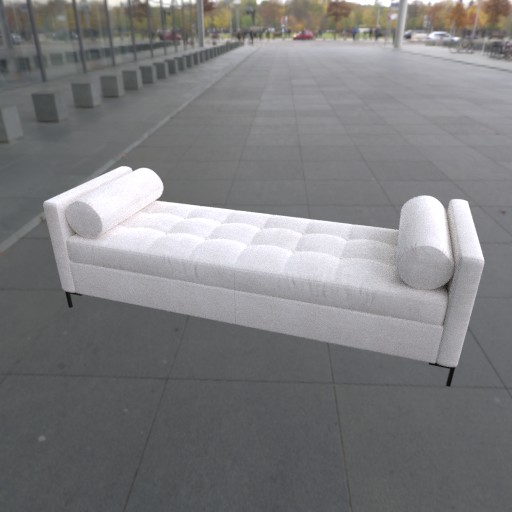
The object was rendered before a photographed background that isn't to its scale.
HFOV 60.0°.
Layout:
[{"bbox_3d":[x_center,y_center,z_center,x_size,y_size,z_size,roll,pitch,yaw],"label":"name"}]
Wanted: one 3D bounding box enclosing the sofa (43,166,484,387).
[{"bbox_3d":[0.000,0.000,2.308,1.981,0.635,0.686,8,28,16],"label":"sofa"}]
